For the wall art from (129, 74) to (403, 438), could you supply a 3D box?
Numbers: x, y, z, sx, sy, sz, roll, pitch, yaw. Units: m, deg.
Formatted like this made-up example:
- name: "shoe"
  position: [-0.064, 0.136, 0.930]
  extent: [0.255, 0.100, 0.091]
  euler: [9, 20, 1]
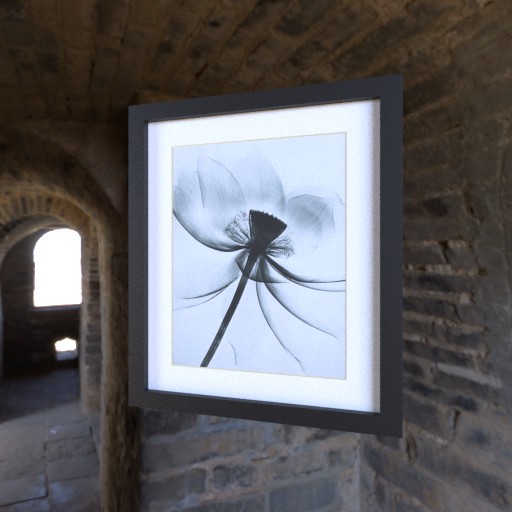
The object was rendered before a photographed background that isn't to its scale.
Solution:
- name: "wall art"
  position: [0.000, 0.000, 0.527]
  extent: [0.330, 0.381, 0.029]
  euler: [0, 0, 18]
